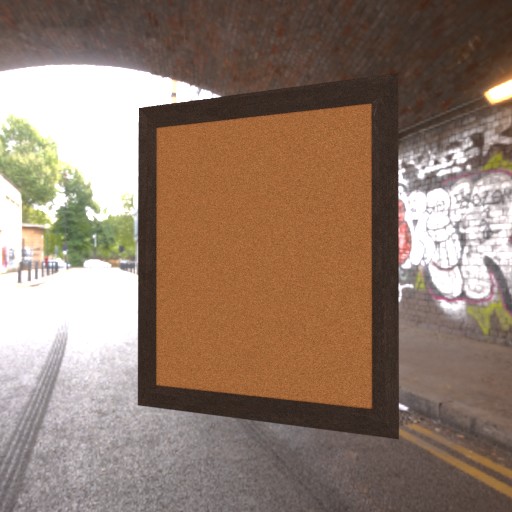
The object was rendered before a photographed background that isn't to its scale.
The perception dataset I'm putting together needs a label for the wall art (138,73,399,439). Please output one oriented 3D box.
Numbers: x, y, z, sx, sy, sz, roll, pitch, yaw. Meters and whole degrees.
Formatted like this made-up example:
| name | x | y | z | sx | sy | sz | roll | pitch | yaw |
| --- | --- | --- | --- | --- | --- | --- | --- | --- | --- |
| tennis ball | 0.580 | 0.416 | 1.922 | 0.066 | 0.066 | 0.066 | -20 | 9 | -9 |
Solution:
| name | x | y | z | sx | sy | sz | roll | pitch | yaw |
| --- | --- | --- | --- | --- | --- | --- | --- | --- | --- |
| wall art | 0.000 | 0.000 | 0.776 | 0.476 | 0.570 | 0.013 | 0 | 0 | 20 |
